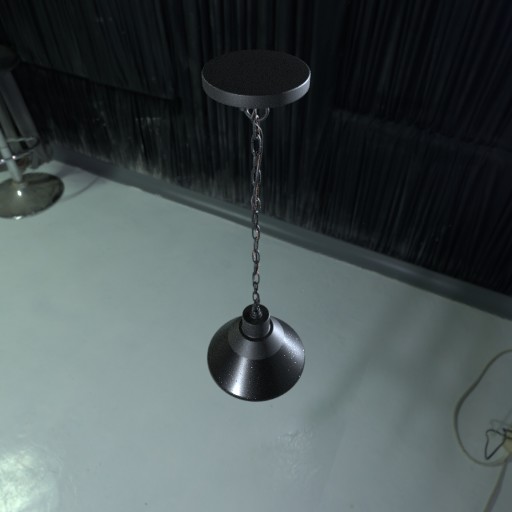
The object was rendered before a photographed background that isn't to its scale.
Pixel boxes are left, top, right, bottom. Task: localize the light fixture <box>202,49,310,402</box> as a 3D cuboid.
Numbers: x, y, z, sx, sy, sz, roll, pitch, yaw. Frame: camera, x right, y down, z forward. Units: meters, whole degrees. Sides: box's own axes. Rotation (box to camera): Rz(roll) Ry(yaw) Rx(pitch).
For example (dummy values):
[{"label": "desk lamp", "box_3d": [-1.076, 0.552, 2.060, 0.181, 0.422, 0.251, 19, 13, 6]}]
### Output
[{"label": "light fixture", "box_3d": [0.000, 0.000, 0.701, 0.201, 0.588, 0.201, 17, 48, 16]}]
